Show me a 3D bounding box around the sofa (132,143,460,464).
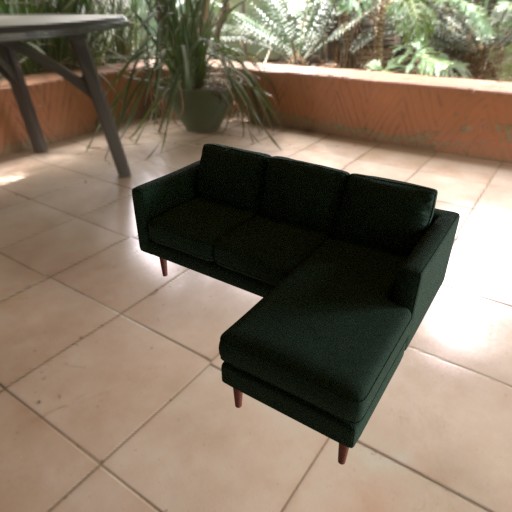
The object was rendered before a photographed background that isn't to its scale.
[{"bbox_3d":[0.000,0.000,2.781,2.030,0.899,1.580,19,35,28],"label":"sofa"}]
